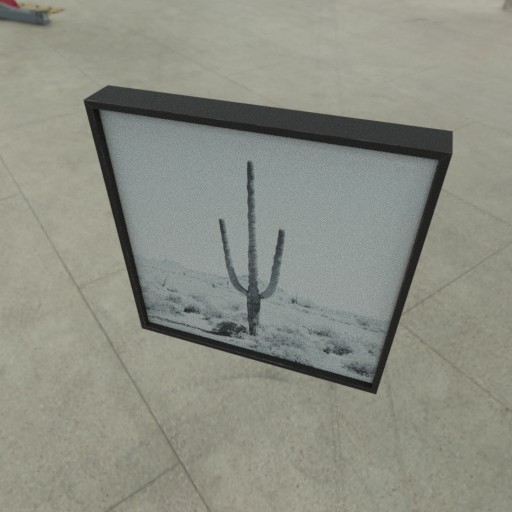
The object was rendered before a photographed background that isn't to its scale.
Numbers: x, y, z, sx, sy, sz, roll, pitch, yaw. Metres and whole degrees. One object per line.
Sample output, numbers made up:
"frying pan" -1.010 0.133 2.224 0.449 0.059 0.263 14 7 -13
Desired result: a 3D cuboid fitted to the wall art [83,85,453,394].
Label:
"wall art" 0.000 0.000 0.461 0.305 0.305 0.038 12 42 14
